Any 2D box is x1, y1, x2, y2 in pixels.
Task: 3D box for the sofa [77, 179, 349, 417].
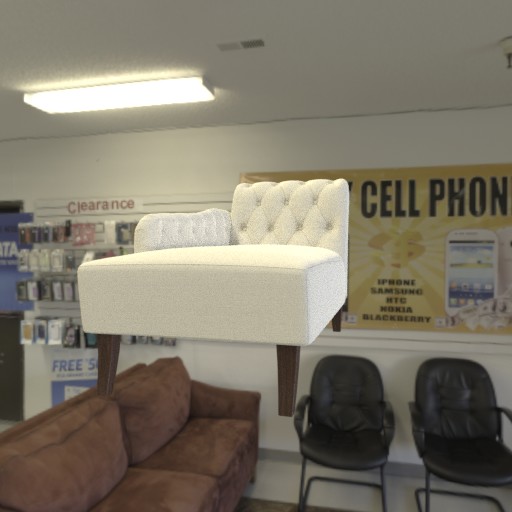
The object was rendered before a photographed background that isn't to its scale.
[{"bbox_3d":[0.000,0.000,1.821,0.675,0.787,1.379,0,1,17],"label":"sofa"}]
